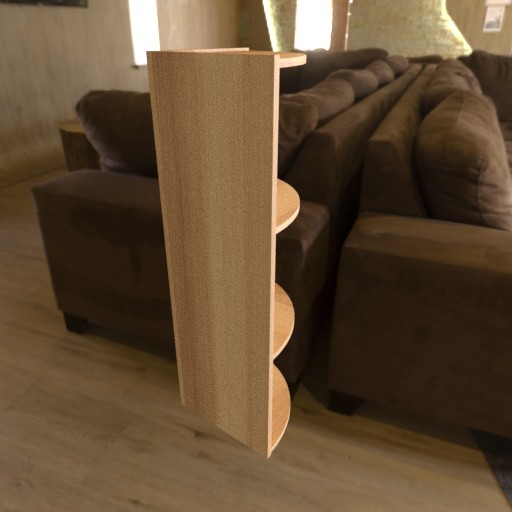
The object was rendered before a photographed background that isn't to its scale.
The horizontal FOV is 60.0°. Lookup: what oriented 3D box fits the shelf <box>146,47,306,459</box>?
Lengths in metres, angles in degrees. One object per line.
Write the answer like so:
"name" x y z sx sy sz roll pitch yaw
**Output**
"shelf" 0.000 0.000 1.036 0.290 0.872 0.290 19 32 33
